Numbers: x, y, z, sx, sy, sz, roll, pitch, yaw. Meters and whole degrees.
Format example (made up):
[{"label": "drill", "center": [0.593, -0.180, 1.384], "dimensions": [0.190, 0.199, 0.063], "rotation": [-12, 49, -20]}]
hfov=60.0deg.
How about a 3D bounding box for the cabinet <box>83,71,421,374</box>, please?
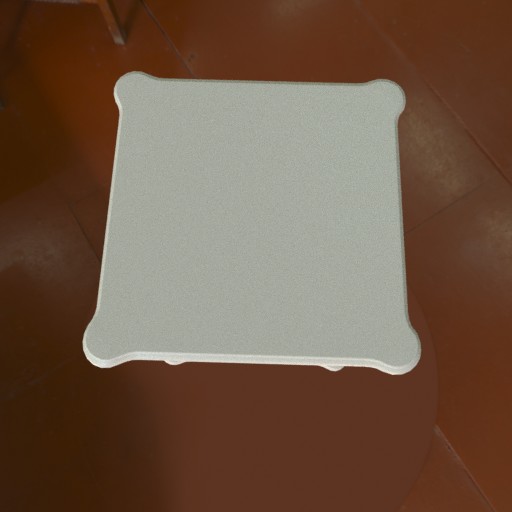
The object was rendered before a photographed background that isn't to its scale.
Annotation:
[{"label": "cabinet", "center": [0.000, 0.000, 1.245], "dimensions": [0.627, 0.761, 0.628], "rotation": [2, 76, 0]}]
